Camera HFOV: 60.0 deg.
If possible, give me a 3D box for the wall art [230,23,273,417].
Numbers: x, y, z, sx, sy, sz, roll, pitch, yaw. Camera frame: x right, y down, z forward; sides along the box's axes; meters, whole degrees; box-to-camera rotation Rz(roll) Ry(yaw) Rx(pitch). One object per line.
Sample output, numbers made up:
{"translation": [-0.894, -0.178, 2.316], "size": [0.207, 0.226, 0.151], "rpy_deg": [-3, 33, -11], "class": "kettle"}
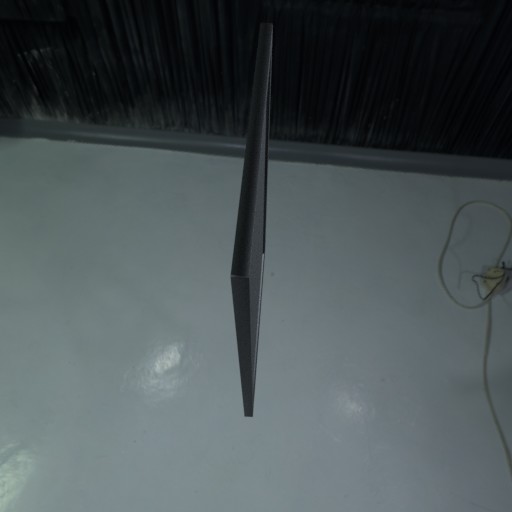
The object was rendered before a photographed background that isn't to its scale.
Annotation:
{"translation": [0.000, 0.000, 0.564], "size": [0.013, 0.431, 0.303], "rpy_deg": [4, 58, 2], "class": "wall art"}
